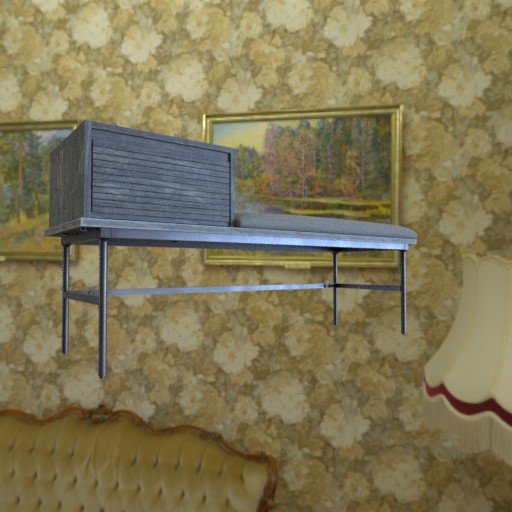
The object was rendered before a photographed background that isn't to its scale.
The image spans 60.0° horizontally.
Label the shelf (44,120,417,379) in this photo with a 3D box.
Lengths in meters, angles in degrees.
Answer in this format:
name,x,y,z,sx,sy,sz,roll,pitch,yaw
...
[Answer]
name,x,y,z,sx,sy,sz,roll,pitch,yaw
shelf,0.000,0.000,1.619,1.342,0.633,0.457,1,-2,-36
